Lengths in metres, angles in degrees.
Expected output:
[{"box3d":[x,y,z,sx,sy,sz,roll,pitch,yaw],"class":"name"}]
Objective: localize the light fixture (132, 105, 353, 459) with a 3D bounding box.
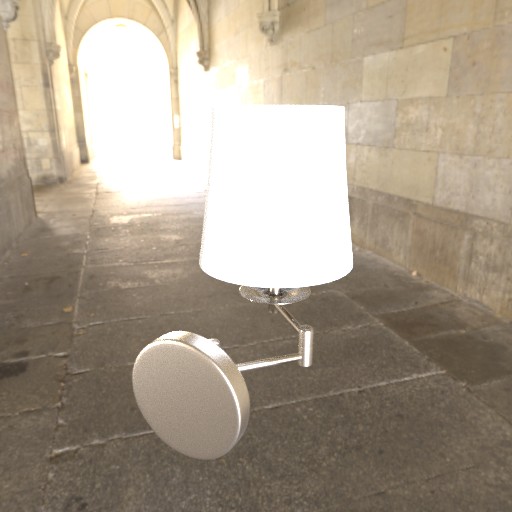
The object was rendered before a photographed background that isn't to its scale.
[{"box3d":[0.000,0.000,0.594,0.223,0.381,0.348,9,19,26],"class":"light fixture"}]
